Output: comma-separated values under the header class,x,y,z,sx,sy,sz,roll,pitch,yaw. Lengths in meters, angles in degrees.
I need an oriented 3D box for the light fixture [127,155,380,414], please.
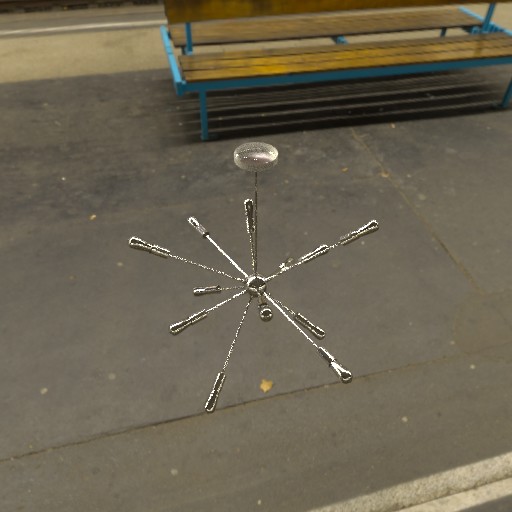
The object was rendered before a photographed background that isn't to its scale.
class,x,y,z,sx,sy,sz,roll,pitch,yaw
light fixture,0.000,0.000,1.066,0.509,0.558,0.684,-27,49,-25
